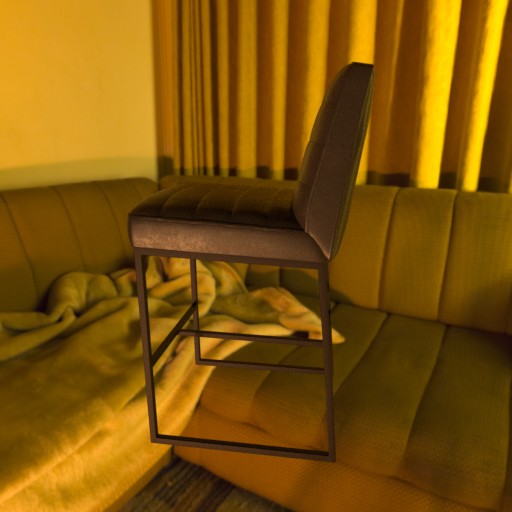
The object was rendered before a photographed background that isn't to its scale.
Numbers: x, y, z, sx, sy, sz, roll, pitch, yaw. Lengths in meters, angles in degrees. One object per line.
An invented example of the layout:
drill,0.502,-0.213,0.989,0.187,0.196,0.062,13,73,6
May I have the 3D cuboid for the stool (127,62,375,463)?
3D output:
stool,0.000,0.000,1.230,0.552,0.938,0.457,2,16,8
